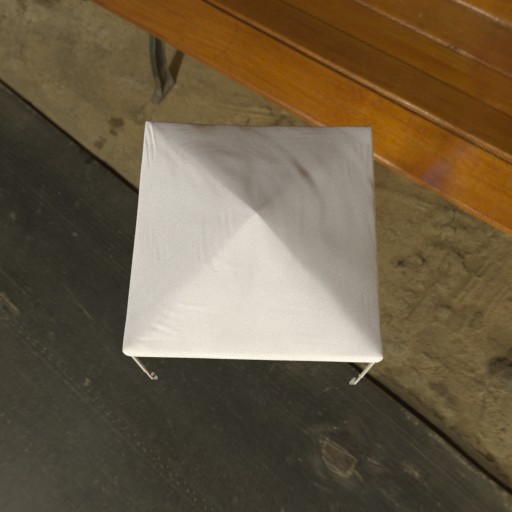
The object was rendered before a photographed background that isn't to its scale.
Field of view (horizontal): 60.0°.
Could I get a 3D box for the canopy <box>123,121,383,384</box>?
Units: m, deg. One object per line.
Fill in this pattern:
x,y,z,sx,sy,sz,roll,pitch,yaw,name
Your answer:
0.000,0.000,6.515,3.599,3.600,3.600,1,75,0,canopy
